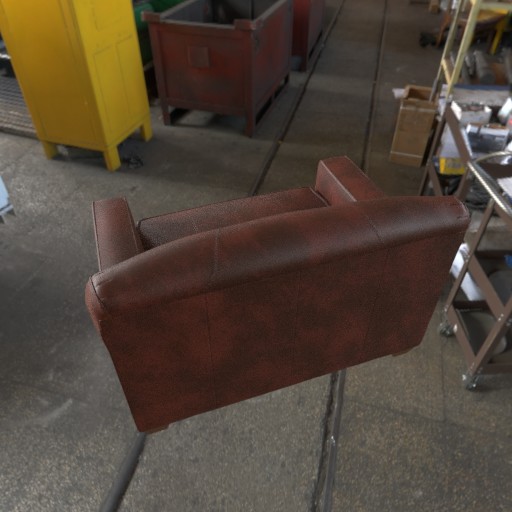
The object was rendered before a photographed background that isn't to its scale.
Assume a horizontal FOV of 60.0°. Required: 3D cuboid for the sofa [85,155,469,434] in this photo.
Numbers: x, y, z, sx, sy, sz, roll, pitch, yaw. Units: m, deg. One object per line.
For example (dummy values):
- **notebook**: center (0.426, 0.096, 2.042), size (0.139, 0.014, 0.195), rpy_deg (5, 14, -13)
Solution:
- **sofa**: center (0.000, 0.000, 2.083), size (1.413, 0.956, 1.000), rpy_deg (-13, 43, -14)
